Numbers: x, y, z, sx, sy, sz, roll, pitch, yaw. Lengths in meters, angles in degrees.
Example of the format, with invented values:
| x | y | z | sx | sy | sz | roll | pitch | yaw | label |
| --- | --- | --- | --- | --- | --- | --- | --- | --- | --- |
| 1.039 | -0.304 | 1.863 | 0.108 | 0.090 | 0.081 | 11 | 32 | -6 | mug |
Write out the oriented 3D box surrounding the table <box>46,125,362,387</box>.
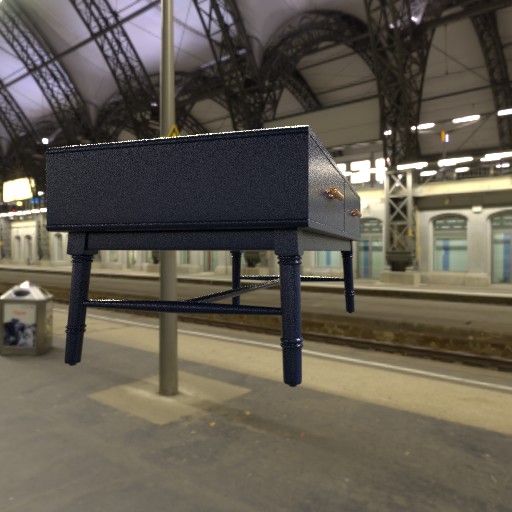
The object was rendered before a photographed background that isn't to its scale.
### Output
| x | y | z | sx | sy | sz | roll | pitch | yaw | label |
| --- | --- | --- | --- | --- | --- | --- | --- | --- | --- |
| 0.000 | 0.000 | 1.339 | 0.572 | 0.457 | 1.067 | 0 | 1 | 18 | table |
